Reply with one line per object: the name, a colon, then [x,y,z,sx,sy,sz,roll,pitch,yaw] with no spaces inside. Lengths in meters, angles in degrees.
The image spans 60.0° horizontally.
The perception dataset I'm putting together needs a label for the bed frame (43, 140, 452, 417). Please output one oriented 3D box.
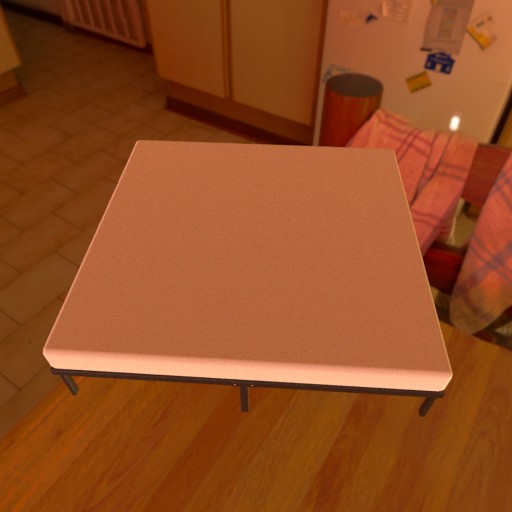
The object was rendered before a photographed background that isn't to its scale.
bed frame: [0.000,0.000,3.873,2.635,0.680,2.526,3,47,3]
